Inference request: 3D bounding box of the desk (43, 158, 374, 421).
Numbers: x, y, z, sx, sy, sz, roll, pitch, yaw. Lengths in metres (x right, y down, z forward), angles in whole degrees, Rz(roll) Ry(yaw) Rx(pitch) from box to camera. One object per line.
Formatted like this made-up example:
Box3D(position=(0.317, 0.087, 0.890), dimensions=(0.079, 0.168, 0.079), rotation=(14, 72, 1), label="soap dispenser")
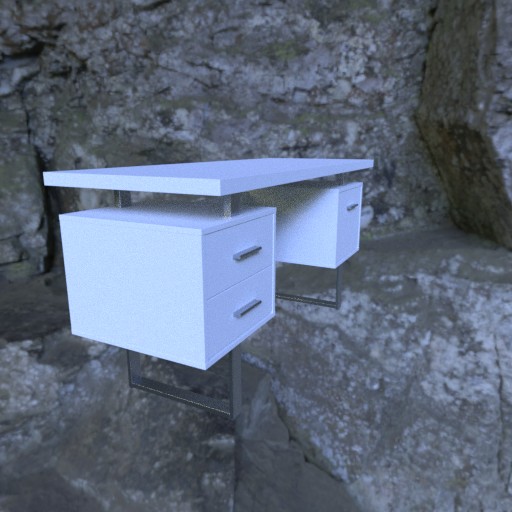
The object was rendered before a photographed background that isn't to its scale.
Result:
Box3D(position=(0.000, 0.000, 1.903), dimensions=(0.603, 0.773, 1.530), rotation=(7, 16, 26), label="desk")
